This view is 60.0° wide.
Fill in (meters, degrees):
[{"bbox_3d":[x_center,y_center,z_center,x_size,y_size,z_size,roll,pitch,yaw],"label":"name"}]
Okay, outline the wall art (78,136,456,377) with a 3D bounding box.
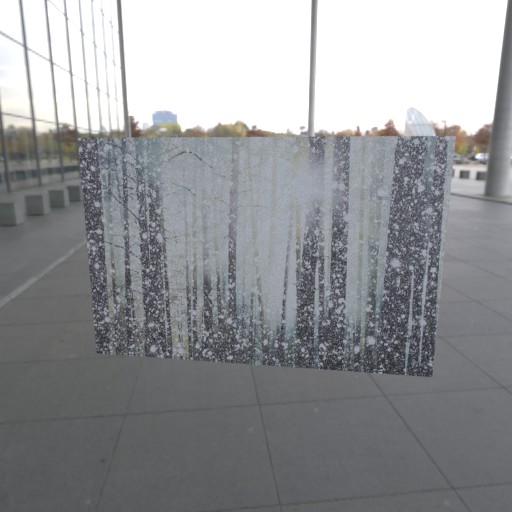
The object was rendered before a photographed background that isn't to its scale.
[{"bbox_3d":[0.000,0.000,1.154,0.919,0.598,0.038,2,13,9],"label":"wall art"}]
